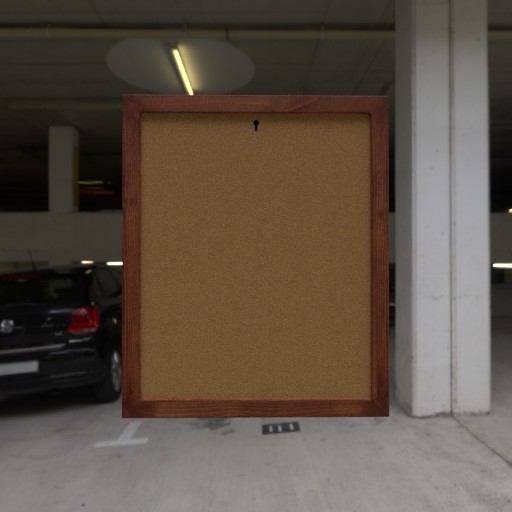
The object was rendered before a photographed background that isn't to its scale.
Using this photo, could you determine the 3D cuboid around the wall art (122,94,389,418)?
[{"bbox_3d":[0.000,0.000,0.781,0.462,0.558,0.030,0,-1,-1],"label":"wall art"}]
